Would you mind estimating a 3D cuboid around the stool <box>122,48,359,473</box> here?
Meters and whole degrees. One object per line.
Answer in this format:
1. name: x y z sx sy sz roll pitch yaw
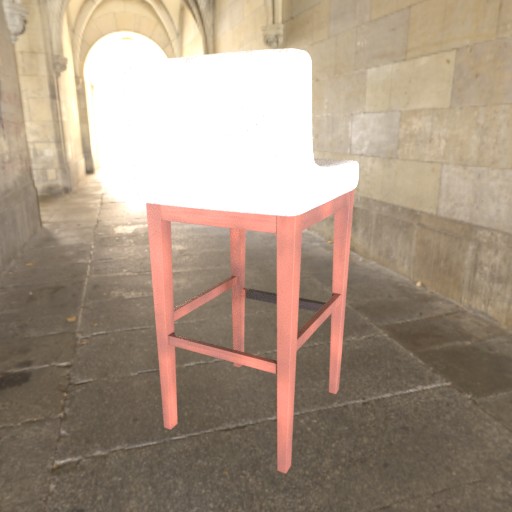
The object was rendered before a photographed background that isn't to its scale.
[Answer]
1. stool: 0.000 0.000 1.217 0.426 0.965 0.499 8 18 27
